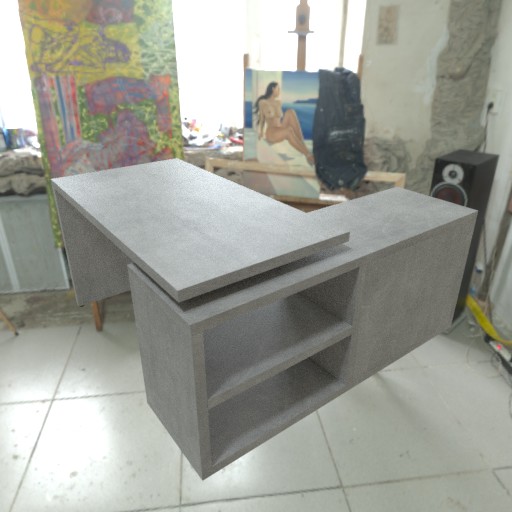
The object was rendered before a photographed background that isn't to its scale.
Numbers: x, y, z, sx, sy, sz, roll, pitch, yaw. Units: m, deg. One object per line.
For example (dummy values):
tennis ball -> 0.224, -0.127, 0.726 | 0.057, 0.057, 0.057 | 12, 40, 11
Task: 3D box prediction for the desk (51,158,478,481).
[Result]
desk -> 0.000, 0.000, 2.262 | 1.500, 0.740, 1.400 | -18, 32, -32
